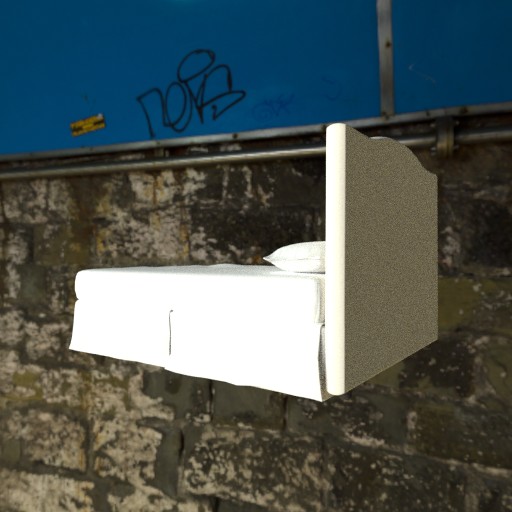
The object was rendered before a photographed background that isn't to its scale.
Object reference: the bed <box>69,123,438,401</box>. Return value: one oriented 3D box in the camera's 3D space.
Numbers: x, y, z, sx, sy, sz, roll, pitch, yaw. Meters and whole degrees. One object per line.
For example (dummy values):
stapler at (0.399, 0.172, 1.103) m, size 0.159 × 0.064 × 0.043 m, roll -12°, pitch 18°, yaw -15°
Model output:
bed at (0.000, 0.000, 3.455) m, size 2.282 × 1.436 × 1.821 m, roll 0°, pitch 0°, yaw 36°
